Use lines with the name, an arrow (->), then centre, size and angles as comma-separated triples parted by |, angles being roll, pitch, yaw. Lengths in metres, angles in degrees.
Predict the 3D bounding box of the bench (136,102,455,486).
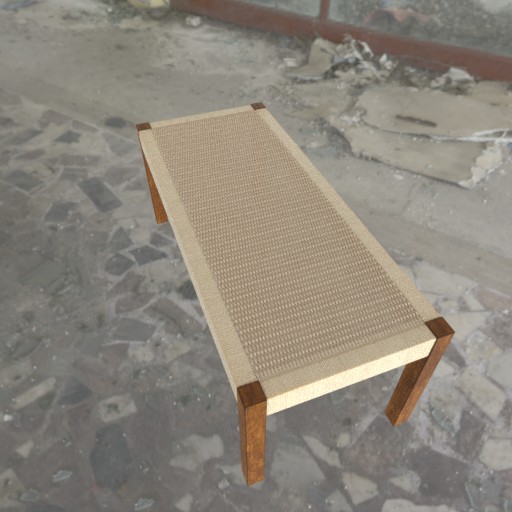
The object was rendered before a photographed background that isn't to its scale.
bench -> 0.000, 0.000, 1.492 | 0.507, 0.457, 1.198 | -15, 47, -15
